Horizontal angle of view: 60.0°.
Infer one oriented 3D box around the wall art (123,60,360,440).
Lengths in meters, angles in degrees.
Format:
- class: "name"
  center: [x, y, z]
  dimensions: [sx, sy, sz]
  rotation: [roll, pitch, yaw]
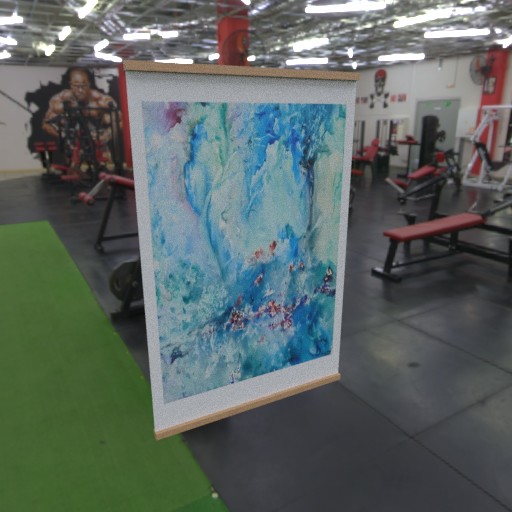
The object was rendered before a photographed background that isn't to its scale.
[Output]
- class: "wall art"
  center: [0.000, 0.000, 0.650]
  dimensions: [0.335, 0.510, 0.013]
  rotation: [-9, 20, -27]
